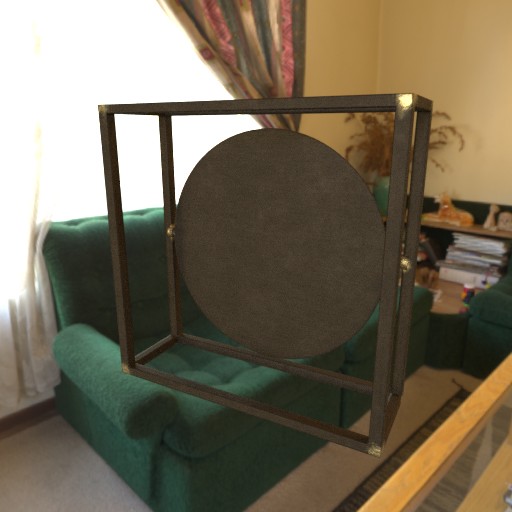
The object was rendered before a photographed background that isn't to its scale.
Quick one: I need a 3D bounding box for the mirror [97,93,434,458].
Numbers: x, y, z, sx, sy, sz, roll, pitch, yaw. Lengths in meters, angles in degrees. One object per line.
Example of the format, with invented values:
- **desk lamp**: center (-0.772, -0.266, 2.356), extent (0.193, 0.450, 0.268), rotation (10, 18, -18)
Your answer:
- **mirror**: center (0.000, 0.000, 0.464), extent (0.306, 0.303, 0.107), rotation (8, 18, 27)
